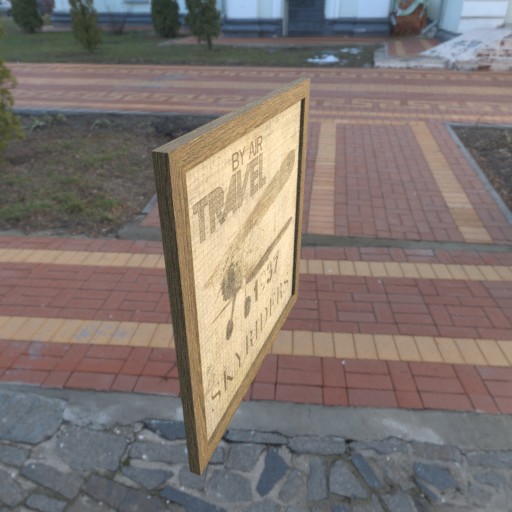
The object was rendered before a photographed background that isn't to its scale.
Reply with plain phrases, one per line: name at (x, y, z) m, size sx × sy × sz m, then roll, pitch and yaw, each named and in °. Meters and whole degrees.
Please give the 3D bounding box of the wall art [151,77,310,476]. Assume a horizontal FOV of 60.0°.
wall art at (0.000, 0.000, 0.764) m, size 0.019 × 0.508 × 0.508 m, roll 11°, pitch 32°, yaw 19°
